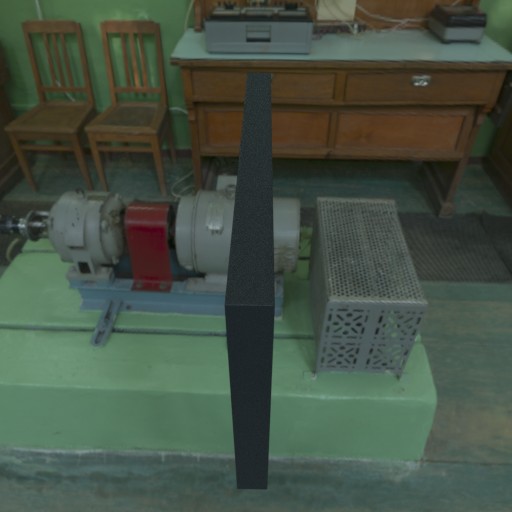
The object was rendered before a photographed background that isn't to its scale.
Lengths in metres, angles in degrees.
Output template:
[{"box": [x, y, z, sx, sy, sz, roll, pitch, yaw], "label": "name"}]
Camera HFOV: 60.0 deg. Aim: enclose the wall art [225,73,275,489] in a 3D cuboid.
[{"box": [0.000, 0.000, 0.847, 0.051, 0.456, 0.671, 1, 41, 1], "label": "wall art"}]
